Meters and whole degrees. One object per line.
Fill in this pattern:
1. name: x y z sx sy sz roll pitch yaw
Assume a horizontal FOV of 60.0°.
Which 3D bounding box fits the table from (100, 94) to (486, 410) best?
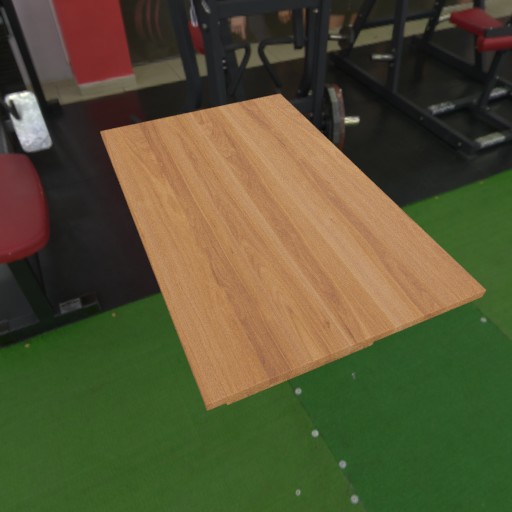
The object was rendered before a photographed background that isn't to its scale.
1. table: 0.000 0.000 1.479 0.700 0.510 1.100 -18 48 -17
